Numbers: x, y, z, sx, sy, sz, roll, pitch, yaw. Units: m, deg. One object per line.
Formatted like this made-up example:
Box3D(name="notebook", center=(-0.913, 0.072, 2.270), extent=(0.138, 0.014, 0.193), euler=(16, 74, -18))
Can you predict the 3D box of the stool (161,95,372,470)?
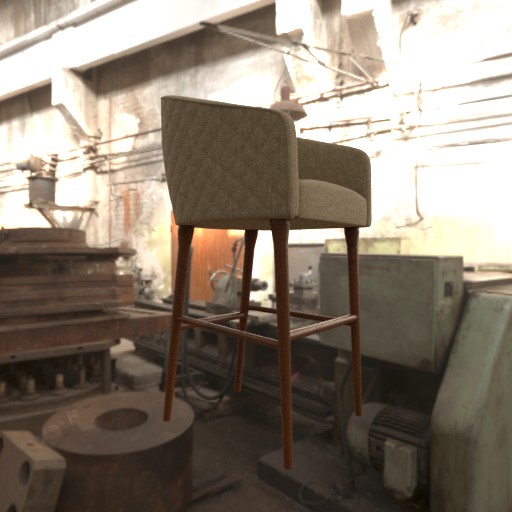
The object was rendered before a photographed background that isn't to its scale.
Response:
Box3D(name="stool", center=(0.000, 0.000, 1.466), extent=(0.607, 1.078, 0.559), euler=(0, 0, 36))
